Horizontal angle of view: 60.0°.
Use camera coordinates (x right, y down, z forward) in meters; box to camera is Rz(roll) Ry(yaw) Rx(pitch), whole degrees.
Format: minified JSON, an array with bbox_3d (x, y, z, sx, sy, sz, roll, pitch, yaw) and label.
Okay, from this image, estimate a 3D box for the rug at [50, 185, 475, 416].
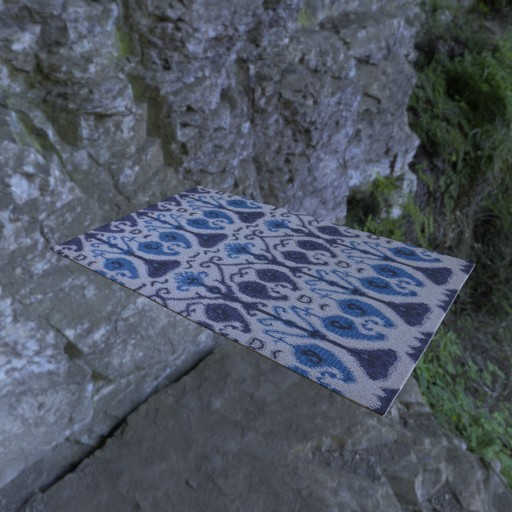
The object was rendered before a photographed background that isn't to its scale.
[{"bbox_3d":[0.000,0.000,2.079,1.698,0.013,1.072,20,35,31],"label":"rug"}]
